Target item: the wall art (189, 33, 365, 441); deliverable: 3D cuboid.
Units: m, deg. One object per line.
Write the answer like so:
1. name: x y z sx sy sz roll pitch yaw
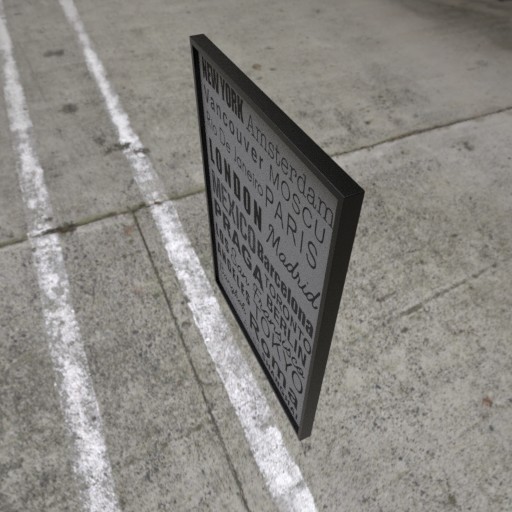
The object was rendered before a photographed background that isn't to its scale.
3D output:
1. wall art: 0.000 0.000 1.372 0.043 1.046 0.788 -19 49 -17
